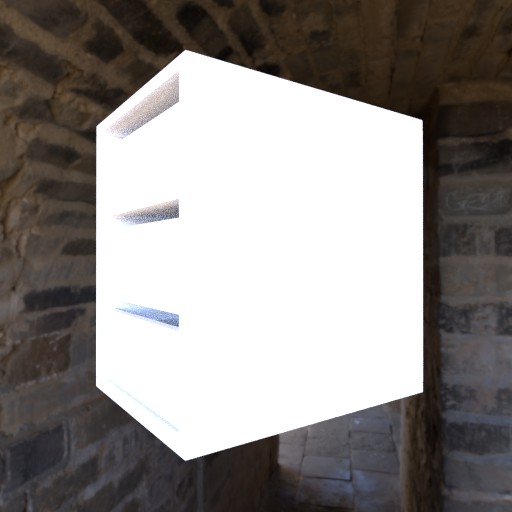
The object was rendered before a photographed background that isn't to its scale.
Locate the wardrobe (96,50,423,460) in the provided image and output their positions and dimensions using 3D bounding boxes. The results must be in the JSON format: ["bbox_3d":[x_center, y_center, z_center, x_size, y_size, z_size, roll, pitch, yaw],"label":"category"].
[{"bbox_3d":[0.000,0.000,0.868,0.500,0.520,0.400,0,0,-35],"label":"wardrobe"}]
